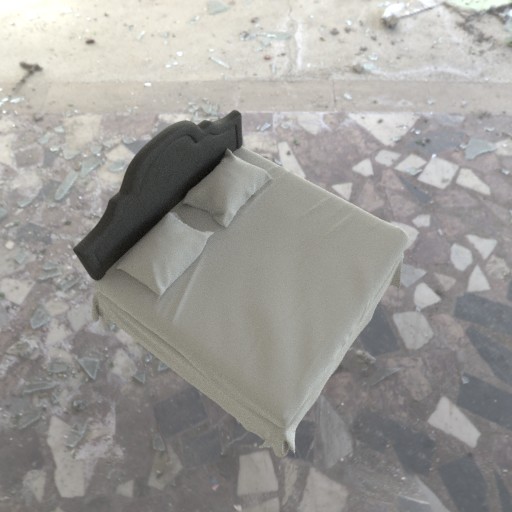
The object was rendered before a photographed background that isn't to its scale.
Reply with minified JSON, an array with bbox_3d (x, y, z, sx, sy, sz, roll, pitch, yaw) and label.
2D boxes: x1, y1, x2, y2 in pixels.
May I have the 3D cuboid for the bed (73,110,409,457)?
[{"bbox_3d":[0.000,0.000,3.772,2.222,1.631,2.303,32,63,19],"label":"bed"}]
